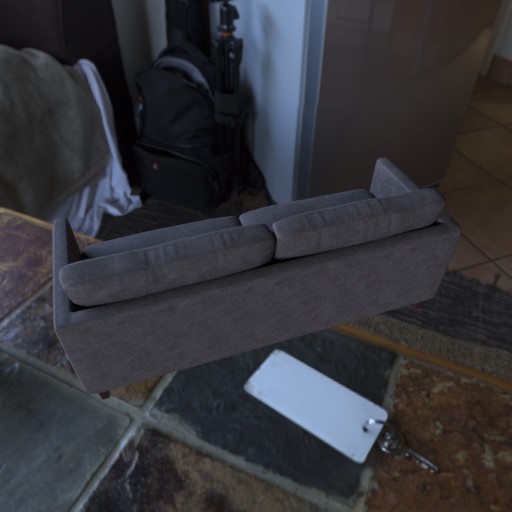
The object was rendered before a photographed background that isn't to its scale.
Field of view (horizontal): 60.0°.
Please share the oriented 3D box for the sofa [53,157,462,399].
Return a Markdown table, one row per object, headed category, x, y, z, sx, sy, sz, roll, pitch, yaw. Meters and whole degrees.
| category | x | y | z | sx | sy | sz | roll | pitch | yaw |
| --- | --- | --- | --- | --- | --- | --- | --- | --- | --- |
| sofa | 0.000 | 0.000 | 2.962 | 2.434 | 0.965 | 0.951 | -13 | 45 | -14 |
